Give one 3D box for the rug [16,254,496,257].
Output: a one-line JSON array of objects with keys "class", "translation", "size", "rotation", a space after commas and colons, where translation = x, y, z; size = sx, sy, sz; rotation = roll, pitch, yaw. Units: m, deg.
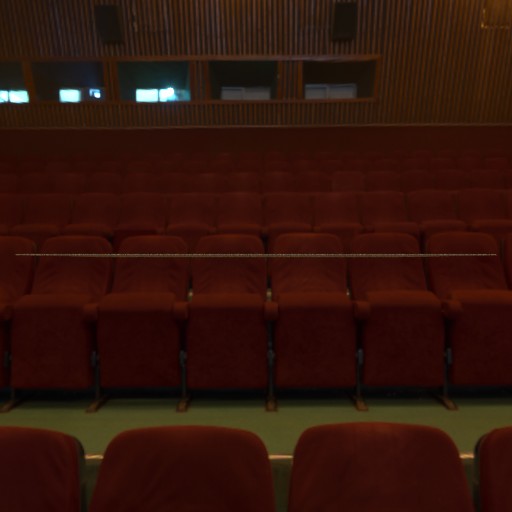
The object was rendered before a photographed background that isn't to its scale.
[{"class": "rug", "translation": [0.000, 0.000, 3.006], "size": [2.453, 0.003, 1.519], "rotation": [0, 0, 0]}]
